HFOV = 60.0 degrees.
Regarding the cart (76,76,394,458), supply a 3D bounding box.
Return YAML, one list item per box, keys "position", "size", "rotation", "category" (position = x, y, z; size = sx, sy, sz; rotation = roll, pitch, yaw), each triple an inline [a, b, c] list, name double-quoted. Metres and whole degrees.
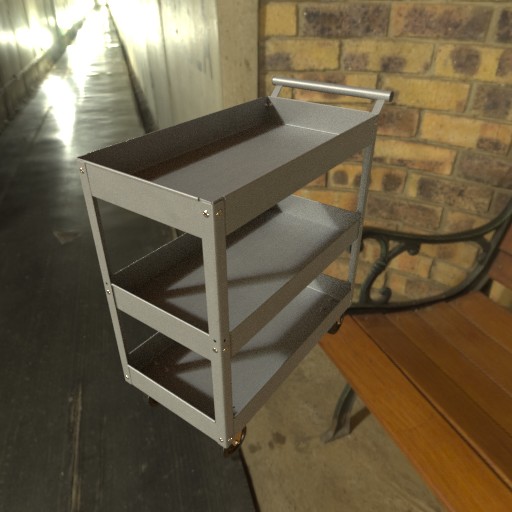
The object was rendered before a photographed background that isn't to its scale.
- position: [0.000, 0.000, 1.198]
  size: [0.366, 0.780, 0.719]
  rotation: [21, 38, 30]
  category: "cart"
